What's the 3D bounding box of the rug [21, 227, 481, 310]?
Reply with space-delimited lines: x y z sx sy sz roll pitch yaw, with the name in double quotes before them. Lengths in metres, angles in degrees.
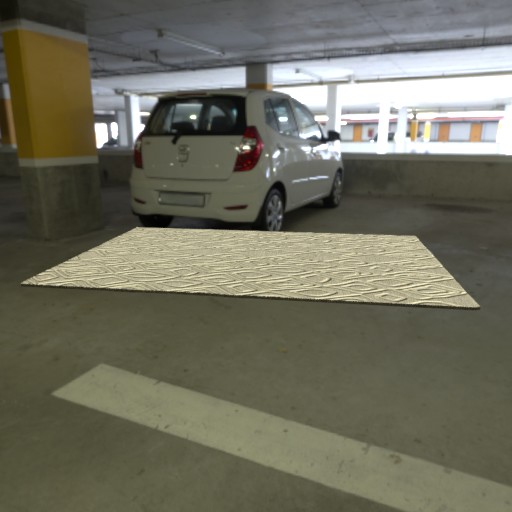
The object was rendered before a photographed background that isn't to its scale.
"rug" 0.000 0.000 2.312 1.832 0.016 1.224 2 15 8
